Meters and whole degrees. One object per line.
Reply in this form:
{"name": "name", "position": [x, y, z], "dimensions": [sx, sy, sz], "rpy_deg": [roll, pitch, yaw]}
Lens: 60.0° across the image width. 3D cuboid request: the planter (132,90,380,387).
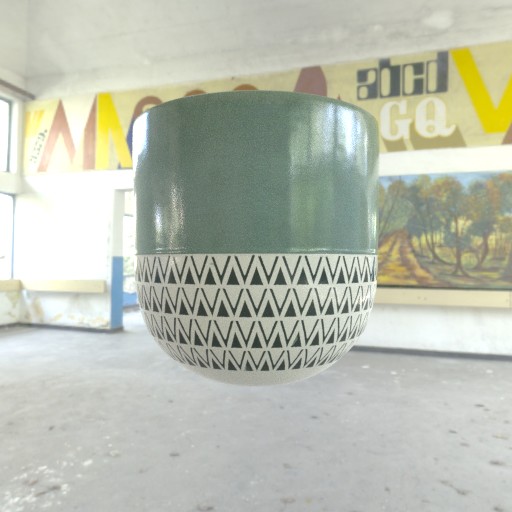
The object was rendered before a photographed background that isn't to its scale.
{"name": "planter", "position": [0.000, 0.000, 0.494], "dimensions": [0.266, 0.270, 0.266], "rpy_deg": [0, -1, 0]}
